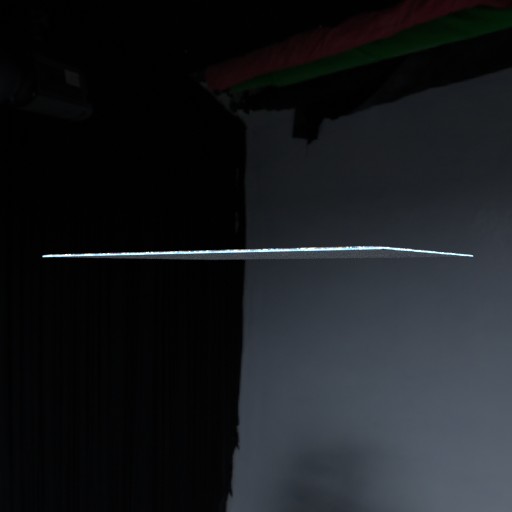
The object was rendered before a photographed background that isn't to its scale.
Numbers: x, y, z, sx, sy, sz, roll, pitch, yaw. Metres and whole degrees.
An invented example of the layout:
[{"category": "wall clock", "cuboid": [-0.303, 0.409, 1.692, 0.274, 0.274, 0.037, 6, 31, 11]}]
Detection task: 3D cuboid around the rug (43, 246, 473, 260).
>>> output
[{"category": "rug", "cuboid": [0.000, 0.000, 2.784, 2.207, 0.014, 1.567, -1, -2, 36]}]
